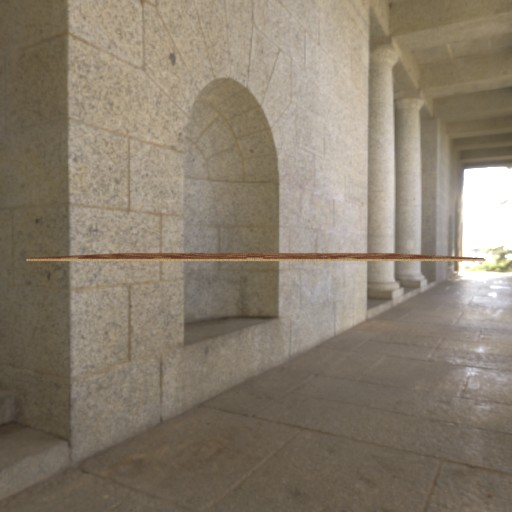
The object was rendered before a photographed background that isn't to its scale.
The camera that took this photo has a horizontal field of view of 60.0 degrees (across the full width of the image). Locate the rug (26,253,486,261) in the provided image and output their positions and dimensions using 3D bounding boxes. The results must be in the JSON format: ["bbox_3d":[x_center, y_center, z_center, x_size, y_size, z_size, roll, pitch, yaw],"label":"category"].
[{"bbox_3d":[0.000,0.000,2.978,2.286,0.016,1.555,0,1,0],"label":"rug"}]
